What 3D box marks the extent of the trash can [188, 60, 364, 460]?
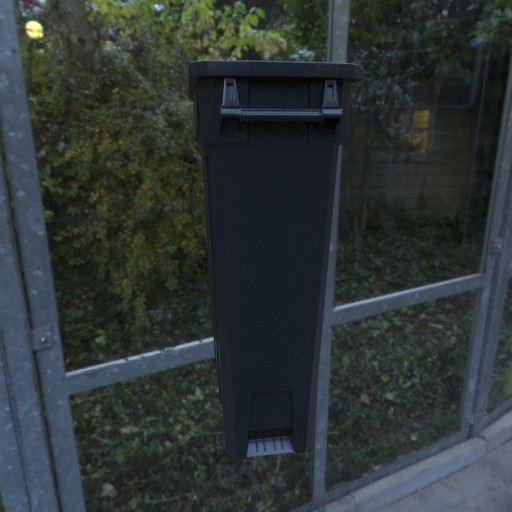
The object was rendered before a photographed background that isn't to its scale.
[{"bbox_3d":[0.000,0.000,1.028,0.281,0.762,0.559,-2,16,-8],"label":"trash can"}]
